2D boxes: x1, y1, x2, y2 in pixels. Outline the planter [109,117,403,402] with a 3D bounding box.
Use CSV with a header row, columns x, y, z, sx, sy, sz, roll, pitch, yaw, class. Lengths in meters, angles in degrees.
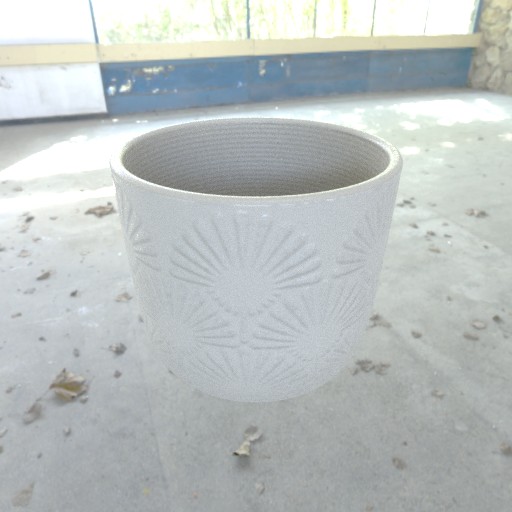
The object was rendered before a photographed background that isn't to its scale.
x,y,z,sx,sy,sz,roll,pitch,yaw,class
0.000,0.000,0.220,0.124,0.109,0.124,0,29,0,planter
